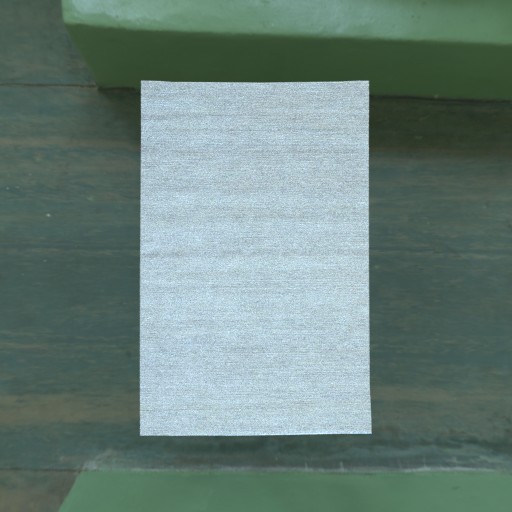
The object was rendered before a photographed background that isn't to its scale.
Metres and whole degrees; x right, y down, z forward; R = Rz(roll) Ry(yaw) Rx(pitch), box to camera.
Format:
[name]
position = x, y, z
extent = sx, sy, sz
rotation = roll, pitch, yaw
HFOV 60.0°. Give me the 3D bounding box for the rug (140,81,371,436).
[rug]
position = 0.000, 0.000, 2.265
extent = 1.179, 0.022, 1.820
rotation = 0, 89, -1
